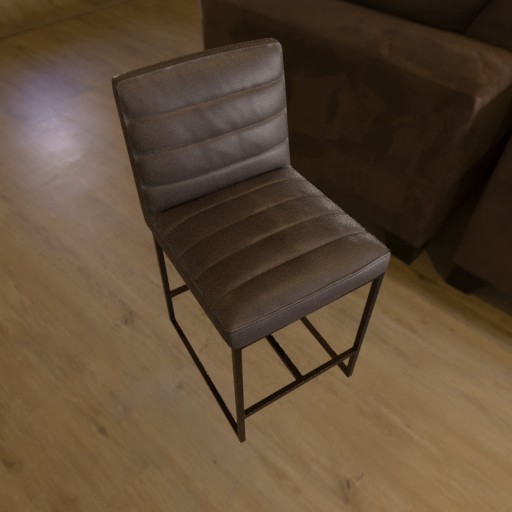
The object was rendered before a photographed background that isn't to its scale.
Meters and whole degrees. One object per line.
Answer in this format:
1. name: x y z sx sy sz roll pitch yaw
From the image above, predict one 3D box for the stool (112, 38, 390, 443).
1. stool: 0.000 0.000 1.246 0.463 0.946 0.562 -24 51 -21
